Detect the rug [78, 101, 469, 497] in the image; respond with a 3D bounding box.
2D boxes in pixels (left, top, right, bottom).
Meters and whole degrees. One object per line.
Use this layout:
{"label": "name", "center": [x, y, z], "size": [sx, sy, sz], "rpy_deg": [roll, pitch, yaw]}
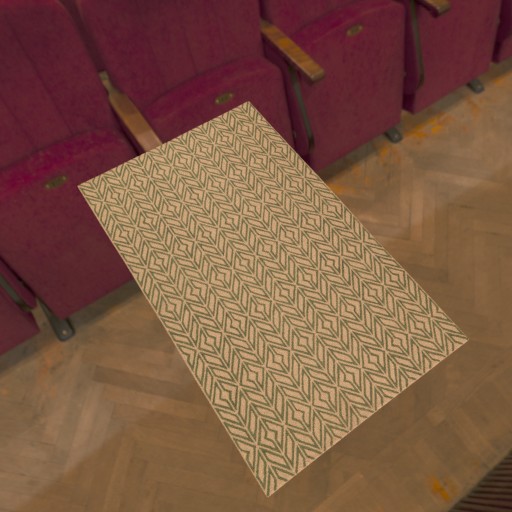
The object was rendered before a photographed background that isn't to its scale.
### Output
{"label": "rug", "center": [0.000, 0.000, 2.993], "size": [1.517, 0.011, 2.435], "rpy_deg": [-31, 67, -15]}
